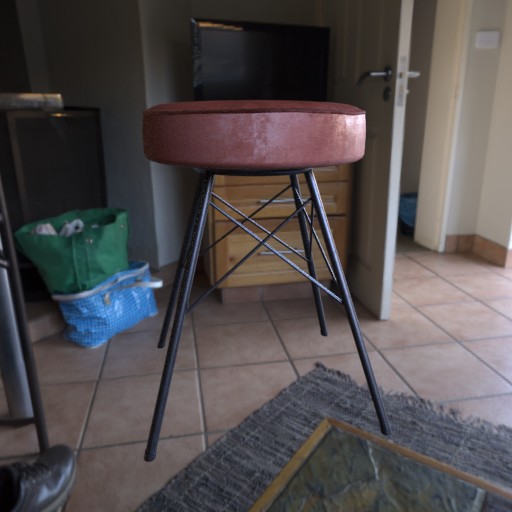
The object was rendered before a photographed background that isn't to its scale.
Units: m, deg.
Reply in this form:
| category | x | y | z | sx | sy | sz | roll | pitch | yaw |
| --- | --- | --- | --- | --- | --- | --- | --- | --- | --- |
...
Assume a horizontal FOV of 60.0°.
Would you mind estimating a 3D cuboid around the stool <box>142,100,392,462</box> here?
| category | x | y | z | sx | sy | sz | roll | pitch | yaw |
| --- | --- | --- | --- | --- | --- | --- | --- | --- | --- |
| stool | 0.000 | 0.000 | 0.905 | 0.457 | 0.593 | 0.421 | -3 | 18 | -8 |
